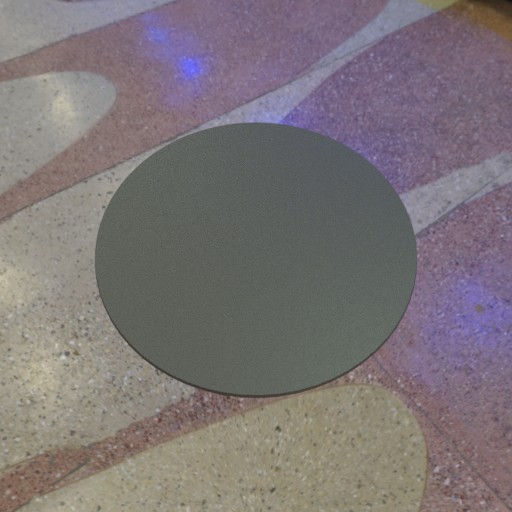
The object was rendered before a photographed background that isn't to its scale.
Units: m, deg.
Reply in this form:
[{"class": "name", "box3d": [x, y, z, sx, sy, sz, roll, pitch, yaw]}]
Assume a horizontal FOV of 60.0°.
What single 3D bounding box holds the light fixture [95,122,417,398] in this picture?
[{"class": "light fixture", "box3d": [0.000, 0.000, 0.554, 0.368, 0.100, 0.368, 0, 59, 0]}]
